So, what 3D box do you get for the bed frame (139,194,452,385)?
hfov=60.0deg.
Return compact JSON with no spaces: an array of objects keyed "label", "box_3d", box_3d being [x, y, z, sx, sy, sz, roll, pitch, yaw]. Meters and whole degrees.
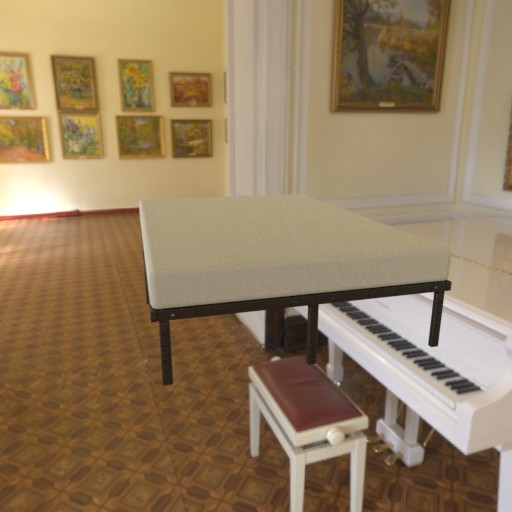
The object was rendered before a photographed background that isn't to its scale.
[{"label":"bed frame","box_3d":[0.000,0.000,3.857,2.205,0.680,2.842,-2,16,-8]}]
